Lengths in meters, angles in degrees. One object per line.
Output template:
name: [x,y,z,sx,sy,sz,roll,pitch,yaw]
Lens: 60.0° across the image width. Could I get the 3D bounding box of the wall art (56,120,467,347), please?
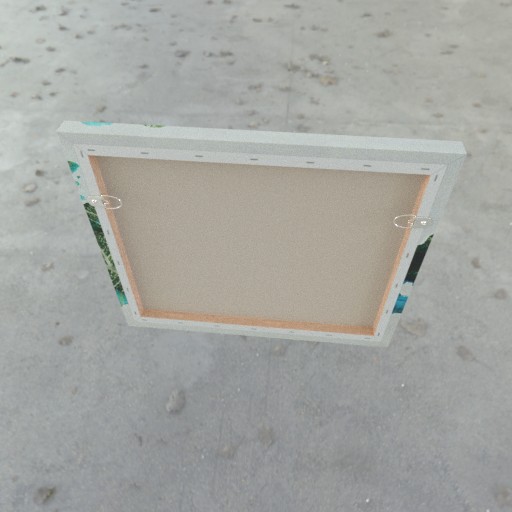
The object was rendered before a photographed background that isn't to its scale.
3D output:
wall art: [0.000,0.000,0.997,0.711,0.610,0.043,4,47,4]
